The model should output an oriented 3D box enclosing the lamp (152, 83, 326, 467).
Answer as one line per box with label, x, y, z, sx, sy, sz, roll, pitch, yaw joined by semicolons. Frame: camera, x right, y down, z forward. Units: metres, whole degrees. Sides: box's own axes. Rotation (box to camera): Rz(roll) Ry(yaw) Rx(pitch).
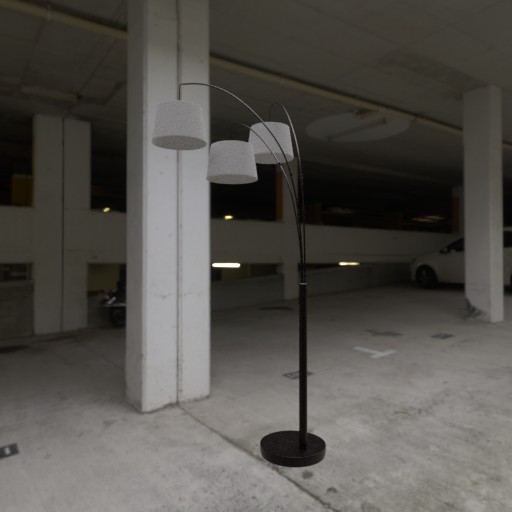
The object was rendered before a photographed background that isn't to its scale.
lamp;0.000;0.000;2.441;0.951;1.950;0.924;0;-1;-35
